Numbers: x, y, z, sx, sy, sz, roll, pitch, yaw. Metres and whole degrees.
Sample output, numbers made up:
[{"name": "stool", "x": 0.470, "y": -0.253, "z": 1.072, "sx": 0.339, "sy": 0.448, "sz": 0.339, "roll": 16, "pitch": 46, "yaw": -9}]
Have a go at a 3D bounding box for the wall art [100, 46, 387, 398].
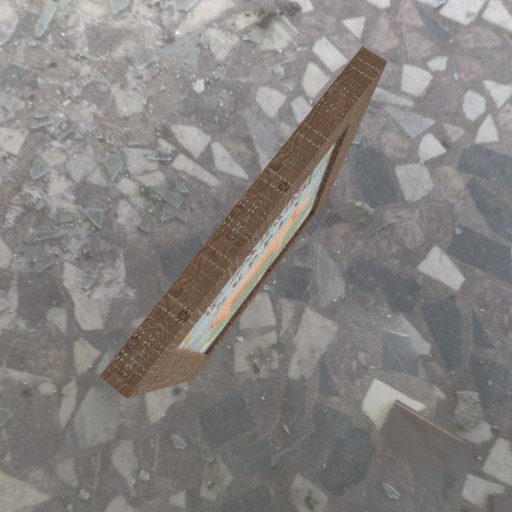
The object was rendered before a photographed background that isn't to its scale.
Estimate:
[{"name": "wall art", "x": 0.000, "y": 0.000, "z": 0.798, "sx": 0.040, "sy": 0.531, "sz": 0.531, "roll": 36, "pitch": 79, "yaw": 8}]
